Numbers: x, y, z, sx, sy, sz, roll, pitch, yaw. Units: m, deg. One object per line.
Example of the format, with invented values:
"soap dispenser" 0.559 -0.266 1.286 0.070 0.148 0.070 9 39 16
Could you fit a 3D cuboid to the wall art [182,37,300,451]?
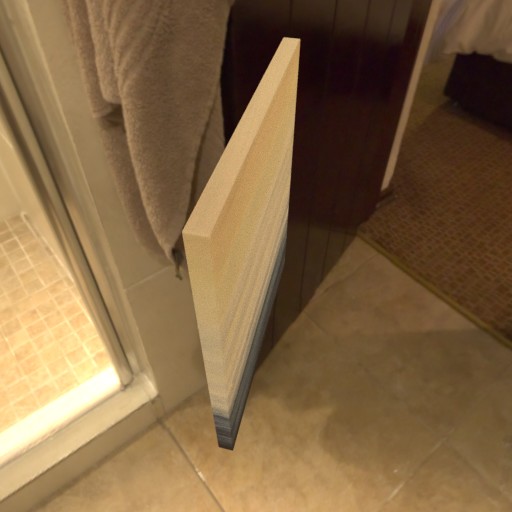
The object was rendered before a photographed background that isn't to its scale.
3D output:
"wall art" 0.000 0.000 0.986 0.041 0.710 0.608 10 48 10
